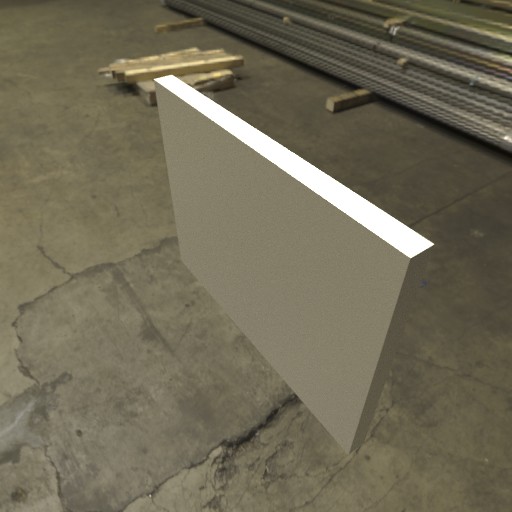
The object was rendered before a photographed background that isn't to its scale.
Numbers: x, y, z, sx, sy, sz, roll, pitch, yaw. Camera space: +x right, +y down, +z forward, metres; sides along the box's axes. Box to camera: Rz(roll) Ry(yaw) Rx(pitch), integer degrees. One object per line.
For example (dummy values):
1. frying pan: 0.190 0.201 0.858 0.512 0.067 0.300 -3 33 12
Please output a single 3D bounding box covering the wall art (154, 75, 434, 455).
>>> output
1. wall art: 0.000 0.000 1.400 0.066 0.801 1.056 -25 48 -25
